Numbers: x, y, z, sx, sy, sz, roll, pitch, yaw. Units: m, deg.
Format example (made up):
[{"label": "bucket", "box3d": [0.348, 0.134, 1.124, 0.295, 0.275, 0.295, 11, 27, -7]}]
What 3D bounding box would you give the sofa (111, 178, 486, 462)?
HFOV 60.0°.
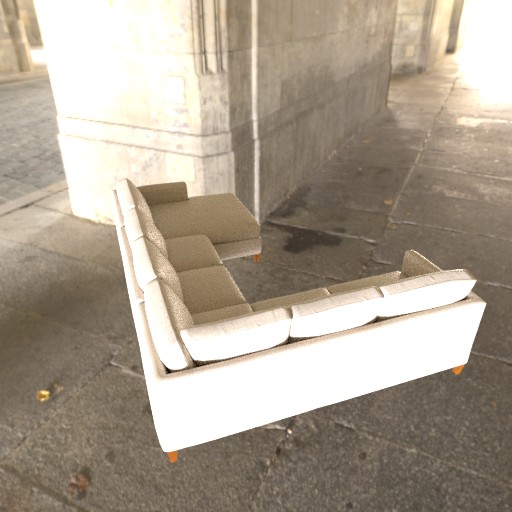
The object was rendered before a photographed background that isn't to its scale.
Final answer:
[{"label": "sofa", "box3d": [0.000, 0.000, 4.548, 2.594, 0.961, 3.460, -10, 31, -17]}]
